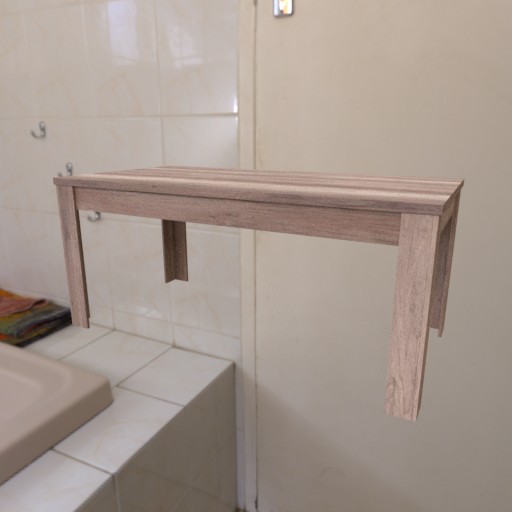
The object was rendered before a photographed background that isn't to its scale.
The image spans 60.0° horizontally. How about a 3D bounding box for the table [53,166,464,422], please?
[{"bbox_3d":[0.000,0.000,2.273,1.800,0.790,0.900,8,18,27],"label":"table"}]
